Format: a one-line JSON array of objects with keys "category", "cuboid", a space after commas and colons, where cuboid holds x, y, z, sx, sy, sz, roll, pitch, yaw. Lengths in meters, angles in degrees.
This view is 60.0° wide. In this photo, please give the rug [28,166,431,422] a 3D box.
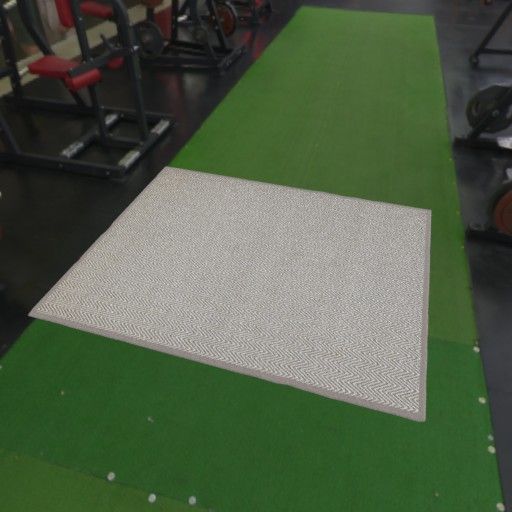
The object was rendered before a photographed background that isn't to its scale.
[{"category": "rug", "cuboid": [0.000, 0.000, 4.015, 3.007, 0.032, 2.434, 12, 42, 13]}]
